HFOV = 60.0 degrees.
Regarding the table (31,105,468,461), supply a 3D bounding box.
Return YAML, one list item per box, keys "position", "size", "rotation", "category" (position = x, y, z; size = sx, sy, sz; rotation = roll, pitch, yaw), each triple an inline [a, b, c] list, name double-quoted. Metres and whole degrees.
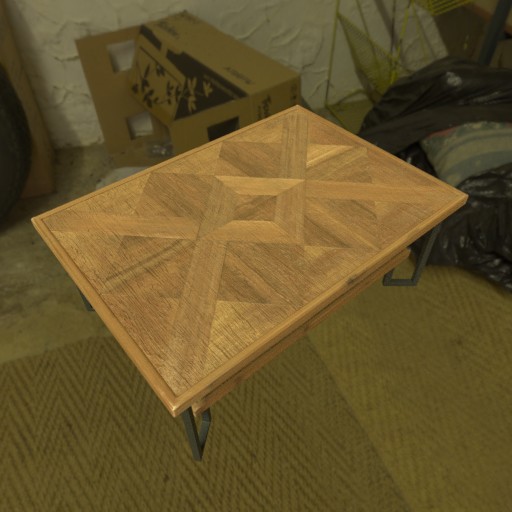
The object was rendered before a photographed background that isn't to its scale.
- position: [0.000, 0.000, 1.703]
  size: [1.238, 0.492, 0.877]
  rotation: [-31, 53, -27]
  category: "table"
